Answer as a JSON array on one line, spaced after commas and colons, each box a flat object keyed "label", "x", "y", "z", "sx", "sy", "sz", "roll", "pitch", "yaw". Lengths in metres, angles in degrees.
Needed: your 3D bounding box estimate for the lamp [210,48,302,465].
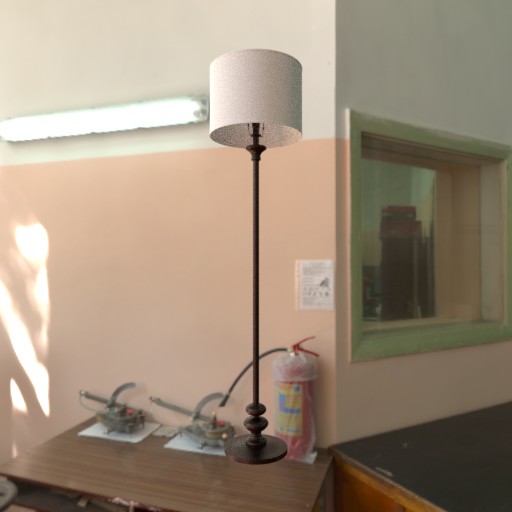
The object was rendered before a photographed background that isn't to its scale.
[{"label": "lamp", "x": 0.000, "y": 0.000, "z": 1.706, "sx": 0.356, "sy": 1.487, "sz": 0.356, "roll": 1, "pitch": -1, "yaw": -38}]
